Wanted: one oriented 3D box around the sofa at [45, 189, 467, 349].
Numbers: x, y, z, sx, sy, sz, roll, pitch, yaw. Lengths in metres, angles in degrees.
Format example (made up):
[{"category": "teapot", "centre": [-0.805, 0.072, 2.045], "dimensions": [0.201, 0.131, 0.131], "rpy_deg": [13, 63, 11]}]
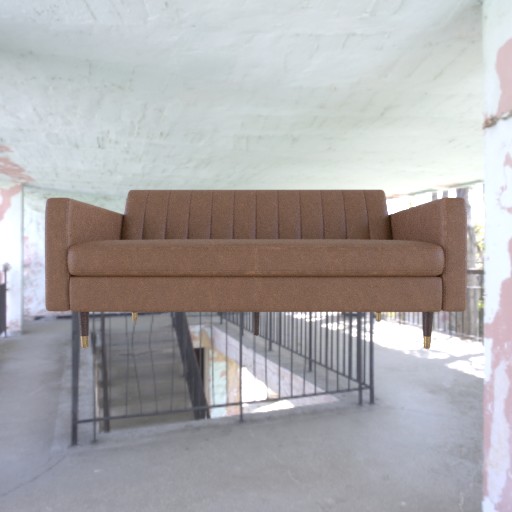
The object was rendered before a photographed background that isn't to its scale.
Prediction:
[{"category": "sofa", "centre": [0.000, 0.000, 2.355], "dimensions": [1.847, 0.821, 0.993], "rpy_deg": [0, 0, 0]}]
